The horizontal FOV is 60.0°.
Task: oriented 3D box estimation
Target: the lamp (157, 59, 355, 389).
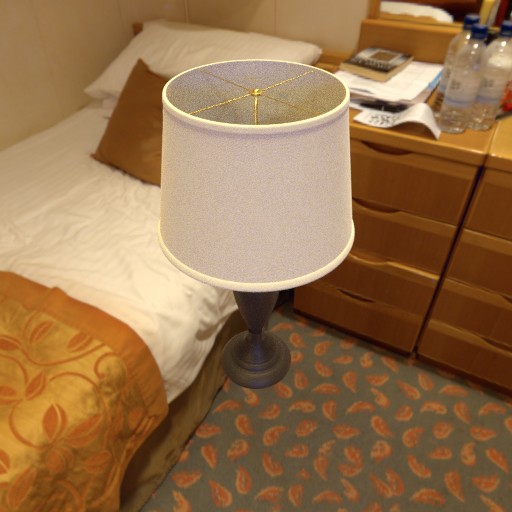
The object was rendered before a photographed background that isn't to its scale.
[{"bbox_3d":[0.000,0.000,0.812,0.335,0.611,0.335,0,40,0],"label":"lamp"}]
